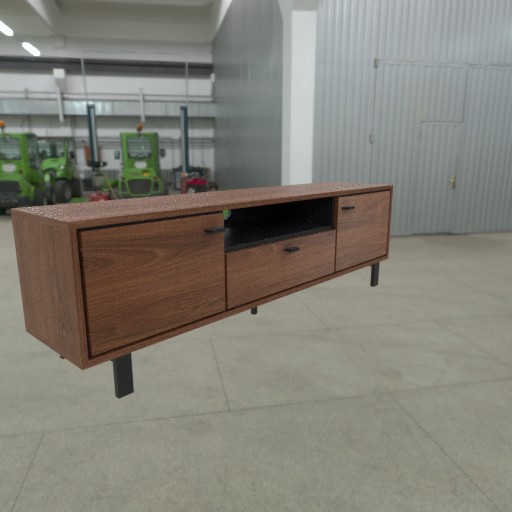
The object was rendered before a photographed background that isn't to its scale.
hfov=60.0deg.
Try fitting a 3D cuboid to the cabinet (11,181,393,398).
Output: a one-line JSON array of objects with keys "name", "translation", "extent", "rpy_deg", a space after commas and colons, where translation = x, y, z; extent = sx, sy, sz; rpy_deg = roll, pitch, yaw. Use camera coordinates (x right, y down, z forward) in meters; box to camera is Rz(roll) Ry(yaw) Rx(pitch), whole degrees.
[{"name": "cabinet", "translation": [0.000, 0.000, 1.791], "extent": [0.400, 0.500, 1.650], "rpy_deg": [12, 18, 42]}]
